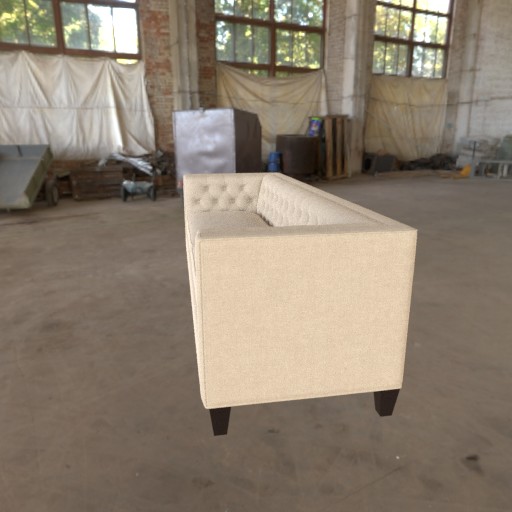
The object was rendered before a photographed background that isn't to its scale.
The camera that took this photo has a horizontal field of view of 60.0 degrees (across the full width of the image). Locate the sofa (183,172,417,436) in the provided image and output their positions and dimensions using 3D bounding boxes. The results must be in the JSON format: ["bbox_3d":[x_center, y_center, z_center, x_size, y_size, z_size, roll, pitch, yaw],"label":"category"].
[{"bbox_3d":[0.000,0.000,2.591,0.775,0.762,2.159,-3,16,-10],"label":"sofa"}]
